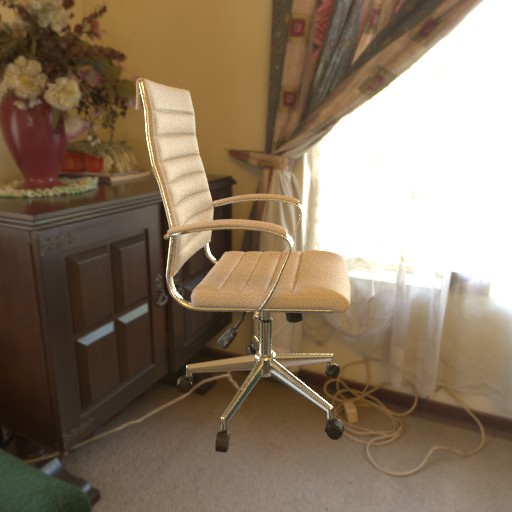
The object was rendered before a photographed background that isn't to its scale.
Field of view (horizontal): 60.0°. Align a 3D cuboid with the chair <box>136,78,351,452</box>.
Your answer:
[{"bbox_3d":[0.000,0.000,1.577,0.667,1.149,0.679,3,16,9],"label":"chair"}]
